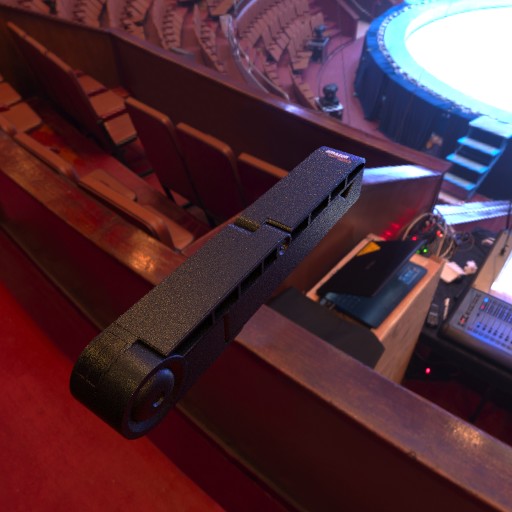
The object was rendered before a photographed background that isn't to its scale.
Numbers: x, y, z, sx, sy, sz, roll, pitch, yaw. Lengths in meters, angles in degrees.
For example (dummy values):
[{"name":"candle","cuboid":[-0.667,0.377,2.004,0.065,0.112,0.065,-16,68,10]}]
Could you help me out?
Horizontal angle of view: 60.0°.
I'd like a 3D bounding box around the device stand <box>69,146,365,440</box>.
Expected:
[{"name":"device stand","cuboid":[0.000,0.000,0.194,0.026,0.030,0.179,25,48,25]}]
